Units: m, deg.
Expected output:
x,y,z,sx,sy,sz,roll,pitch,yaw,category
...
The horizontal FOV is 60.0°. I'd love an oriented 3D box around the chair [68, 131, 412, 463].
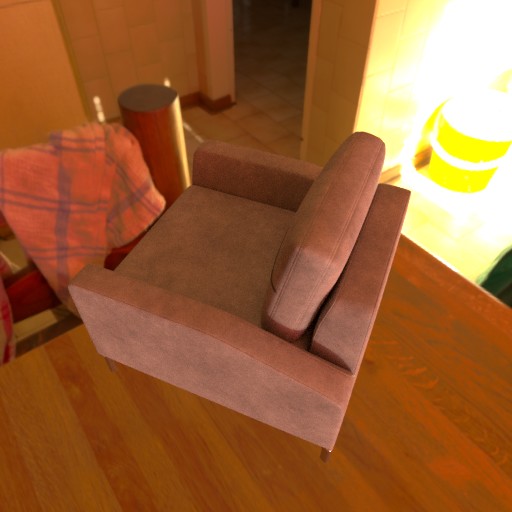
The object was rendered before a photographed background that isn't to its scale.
x,y,z,sx,sy,sz,roll,pitch,yaw,category
0.000,0.000,1.579,0.900,0.800,0.900,17,48,16,chair
